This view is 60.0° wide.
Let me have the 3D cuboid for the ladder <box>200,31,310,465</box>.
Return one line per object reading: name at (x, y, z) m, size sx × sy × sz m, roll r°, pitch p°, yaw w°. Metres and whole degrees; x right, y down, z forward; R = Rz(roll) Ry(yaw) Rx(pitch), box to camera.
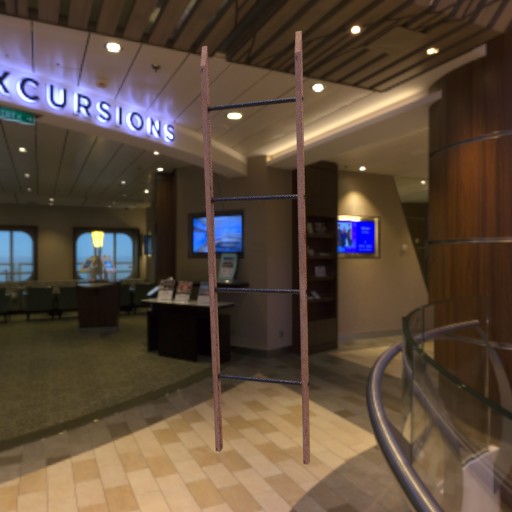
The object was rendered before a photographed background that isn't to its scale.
ladder at (0.000, 0.000, 1.921) m, size 0.442 × 1.805 × 0.200 m, roll 0°, pitch 0°, yaw 18°
